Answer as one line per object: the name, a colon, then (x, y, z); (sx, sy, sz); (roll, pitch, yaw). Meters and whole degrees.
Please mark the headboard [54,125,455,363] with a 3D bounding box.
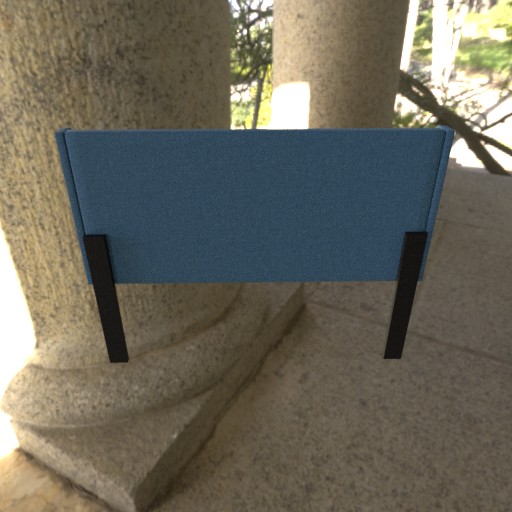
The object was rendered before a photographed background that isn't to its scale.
headboard: (0.000, 0.000, 2.685); (2.051, 1.524, 0.184); (-1, 30, -1)
